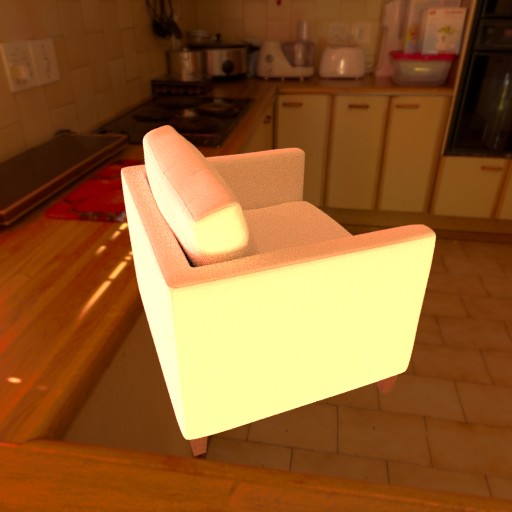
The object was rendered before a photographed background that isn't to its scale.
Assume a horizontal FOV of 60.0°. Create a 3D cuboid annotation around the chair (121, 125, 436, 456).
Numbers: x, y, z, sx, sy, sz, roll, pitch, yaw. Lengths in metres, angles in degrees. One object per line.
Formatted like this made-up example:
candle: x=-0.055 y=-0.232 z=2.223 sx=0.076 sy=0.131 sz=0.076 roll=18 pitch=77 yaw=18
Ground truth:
chair: x=0.000 y=0.000 z=1.750 sx=0.878 sy=0.885 sz=1.019 roll=-11 pitch=32 yaw=-18
